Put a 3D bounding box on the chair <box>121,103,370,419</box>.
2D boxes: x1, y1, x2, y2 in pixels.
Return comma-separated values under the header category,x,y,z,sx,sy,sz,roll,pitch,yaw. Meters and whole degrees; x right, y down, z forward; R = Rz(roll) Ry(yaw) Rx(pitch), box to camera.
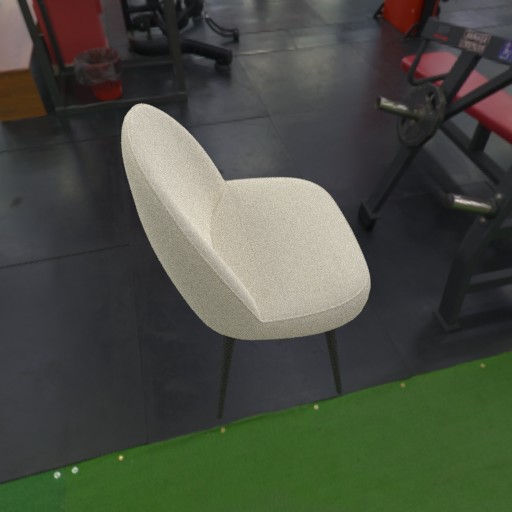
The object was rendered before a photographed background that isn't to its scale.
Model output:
category,x,y,z,sx,sy,sz,roll,pitch,yaw
chair,0.000,0.000,1.182,0.540,0.838,0.532,-9,48,-8
